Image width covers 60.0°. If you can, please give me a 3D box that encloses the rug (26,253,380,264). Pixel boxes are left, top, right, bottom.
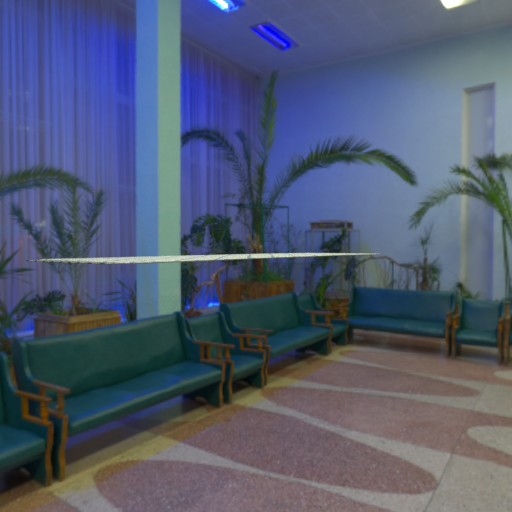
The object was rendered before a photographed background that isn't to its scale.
[{"bbox_3d":[0.000,0.000,2.585,0.620,0.008,2.372,1,2,37],"label":"rug"}]
